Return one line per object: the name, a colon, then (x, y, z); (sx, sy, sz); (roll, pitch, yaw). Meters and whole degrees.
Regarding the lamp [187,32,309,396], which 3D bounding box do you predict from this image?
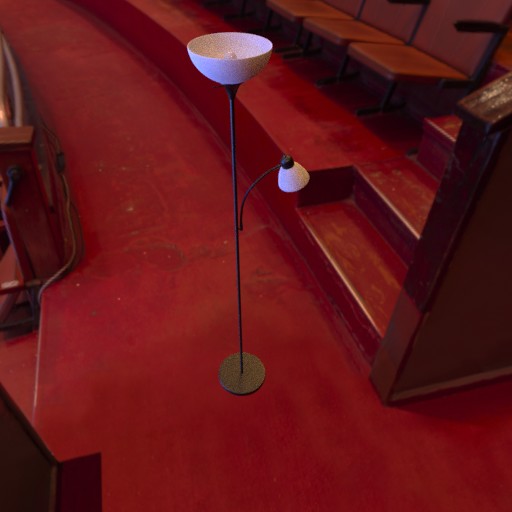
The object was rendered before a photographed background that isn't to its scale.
lamp: (0.000, 0.000, 2.001); (0.442, 1.804, 0.279); (-12, 43, -13)
